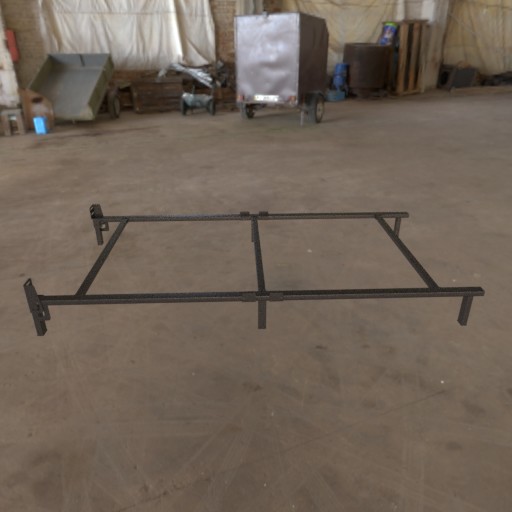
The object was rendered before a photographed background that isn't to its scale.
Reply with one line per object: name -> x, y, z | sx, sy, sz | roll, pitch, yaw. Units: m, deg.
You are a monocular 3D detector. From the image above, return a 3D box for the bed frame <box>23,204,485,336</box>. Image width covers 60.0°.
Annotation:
bed frame -> 0.000, 0.000, 2.284 | 1.897, 0.248, 0.968 | -1, 26, -2
